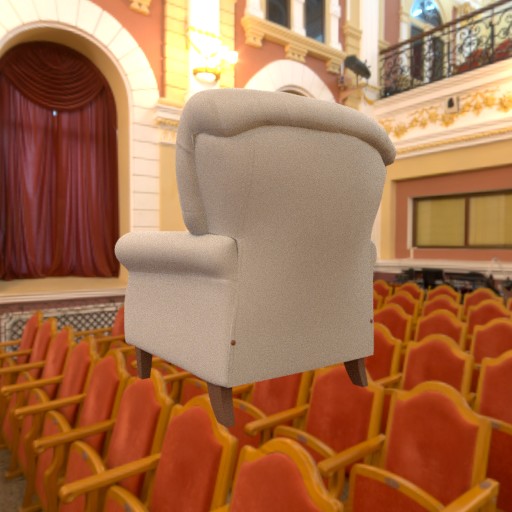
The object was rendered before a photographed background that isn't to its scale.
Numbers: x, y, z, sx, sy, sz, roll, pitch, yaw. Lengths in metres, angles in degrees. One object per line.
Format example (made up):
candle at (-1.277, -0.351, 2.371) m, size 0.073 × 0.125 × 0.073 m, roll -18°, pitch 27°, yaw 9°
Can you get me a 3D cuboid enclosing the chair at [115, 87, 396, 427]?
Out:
chair at (0.000, 0.000, 2.094) m, size 1.090 × 1.217 × 1.128 m, roll -1°, pitch 1°, yaw -37°
